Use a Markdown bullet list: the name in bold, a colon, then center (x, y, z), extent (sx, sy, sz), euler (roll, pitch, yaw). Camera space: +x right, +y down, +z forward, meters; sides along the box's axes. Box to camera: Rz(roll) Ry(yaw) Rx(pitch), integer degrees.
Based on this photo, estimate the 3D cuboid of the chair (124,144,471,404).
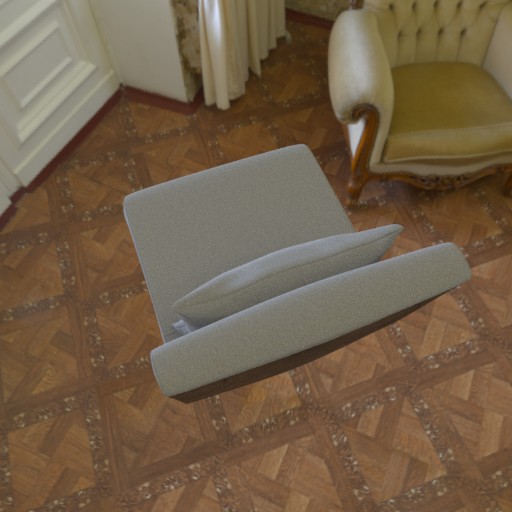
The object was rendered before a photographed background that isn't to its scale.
- **chair**: center (0.000, 0.000, 1.503), extent (0.770, 0.808, 0.902), euler (-19, 62, -10)
